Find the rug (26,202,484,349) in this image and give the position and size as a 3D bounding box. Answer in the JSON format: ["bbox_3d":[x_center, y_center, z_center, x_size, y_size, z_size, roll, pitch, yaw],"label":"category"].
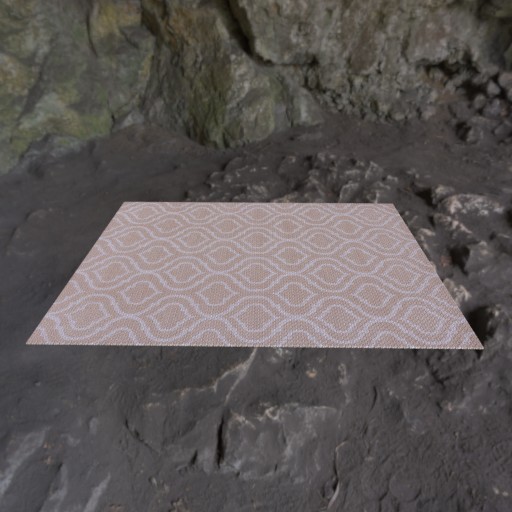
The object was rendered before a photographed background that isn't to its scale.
[{"bbox_3d":[0.000,0.000,3.788,2.894,0.013,2.286,0,30,1],"label":"rug"}]
